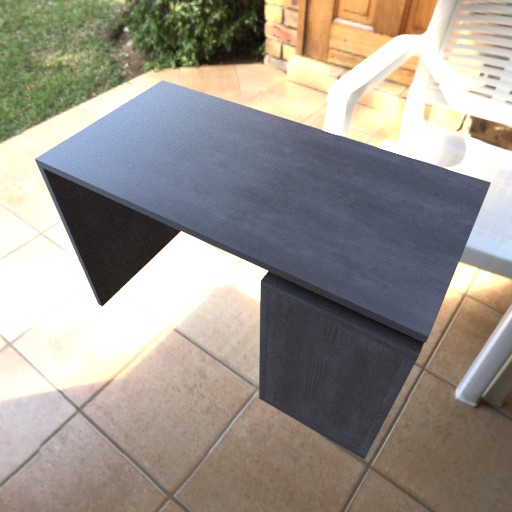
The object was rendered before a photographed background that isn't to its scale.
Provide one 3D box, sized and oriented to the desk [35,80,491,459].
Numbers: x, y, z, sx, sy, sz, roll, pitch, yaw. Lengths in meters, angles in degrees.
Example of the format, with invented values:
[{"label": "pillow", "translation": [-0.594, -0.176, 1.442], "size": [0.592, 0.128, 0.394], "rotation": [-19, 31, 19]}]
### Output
[{"label": "desk", "translation": [0.000, 0.000, 1.570], "size": [1.200, 0.740, 0.600], "rotation": [24, 52, 21]}]
